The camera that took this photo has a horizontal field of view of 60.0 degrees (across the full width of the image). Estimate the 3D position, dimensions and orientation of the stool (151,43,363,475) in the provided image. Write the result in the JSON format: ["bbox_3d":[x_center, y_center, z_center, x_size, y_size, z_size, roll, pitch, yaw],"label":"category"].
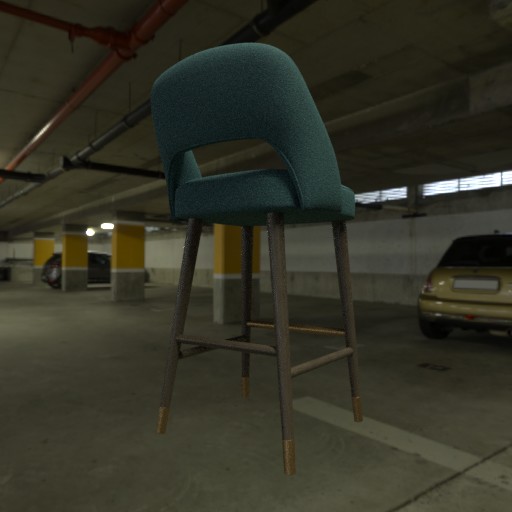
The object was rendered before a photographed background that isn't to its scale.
[{"bbox_3d":[0.000,0.000,1.317,0.536,1.032,0.522,-1,-1,35],"label":"stool"}]
